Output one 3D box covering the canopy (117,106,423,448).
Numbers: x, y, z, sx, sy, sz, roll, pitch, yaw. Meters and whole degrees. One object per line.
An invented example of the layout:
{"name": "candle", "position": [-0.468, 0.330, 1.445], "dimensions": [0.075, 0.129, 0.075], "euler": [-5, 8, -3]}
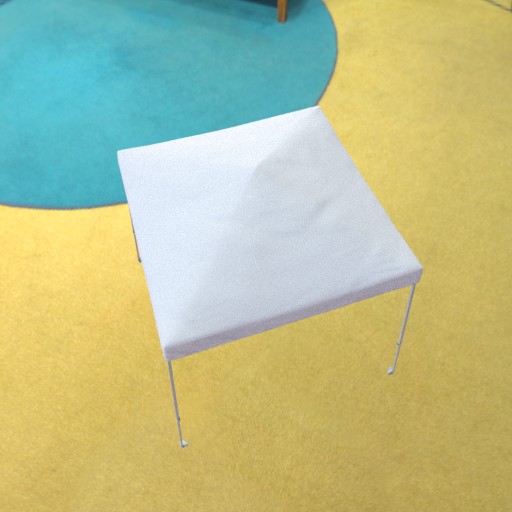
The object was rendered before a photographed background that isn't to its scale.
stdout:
{"name": "canopy", "position": [0.000, 0.000, 5.088], "dimensions": [2.850, 2.850, 2.849], "euler": [-16, 58, -10]}
